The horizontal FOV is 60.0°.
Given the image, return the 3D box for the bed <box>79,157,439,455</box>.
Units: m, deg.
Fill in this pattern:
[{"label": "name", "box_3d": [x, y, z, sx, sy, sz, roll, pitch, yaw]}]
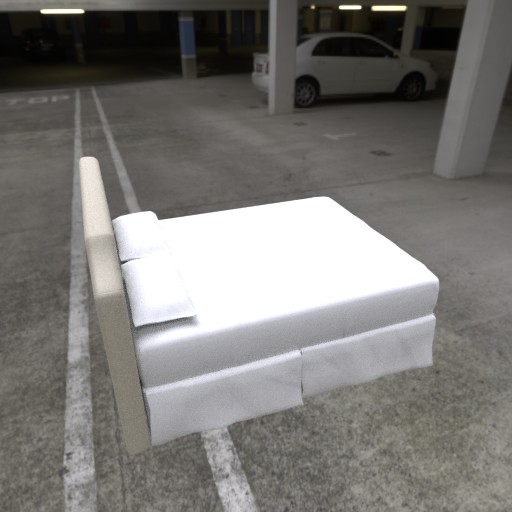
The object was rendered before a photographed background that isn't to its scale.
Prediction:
[{"label": "bed", "box_3d": [0.000, 0.000, 3.132, 2.116, 1.290, 1.693, -10, 31, -18]}]
